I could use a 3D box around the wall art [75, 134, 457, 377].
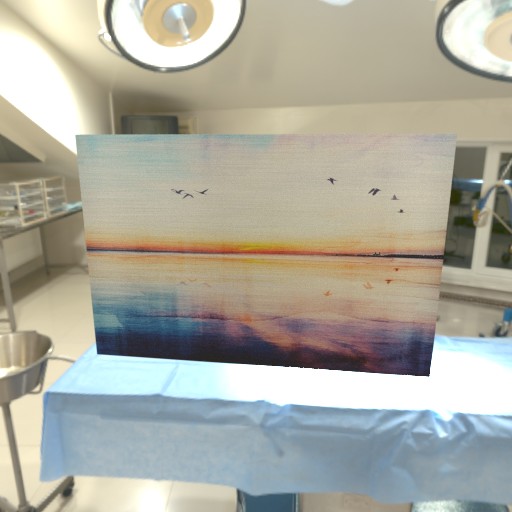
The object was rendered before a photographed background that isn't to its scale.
[{"bbox_3d":[0.000,0.000,1.143,0.911,0.605,0.037,2,15,8],"label":"wall art"}]
